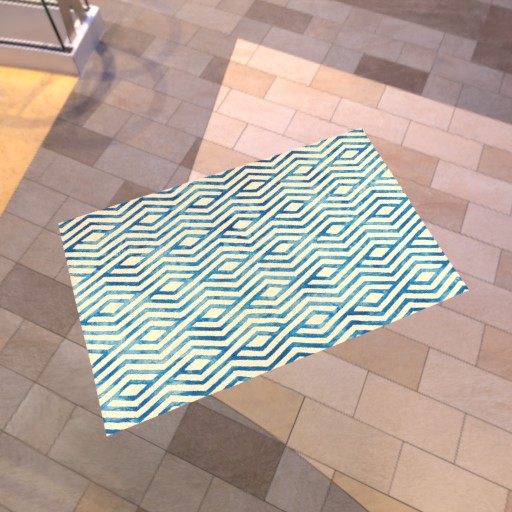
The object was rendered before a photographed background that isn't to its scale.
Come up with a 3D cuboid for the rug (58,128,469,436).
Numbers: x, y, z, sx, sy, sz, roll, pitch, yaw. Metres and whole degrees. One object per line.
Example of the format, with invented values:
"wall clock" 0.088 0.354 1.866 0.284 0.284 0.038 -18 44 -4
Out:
"rug" 0.000 0.000 3.054 2.439 0.008 1.531 -20 65 -10
